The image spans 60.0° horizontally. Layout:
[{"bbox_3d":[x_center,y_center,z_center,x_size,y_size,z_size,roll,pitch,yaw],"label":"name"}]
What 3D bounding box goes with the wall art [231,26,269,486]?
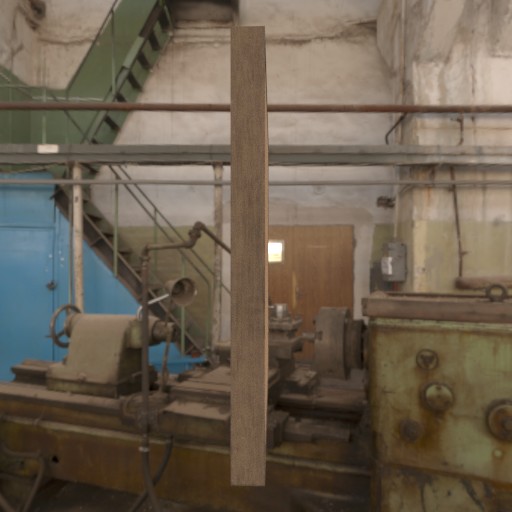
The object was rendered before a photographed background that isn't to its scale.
[{"bbox_3d":[0.000,0.000,0.743,0.038,0.508,0.508,0,0,2],"label":"wall art"}]
